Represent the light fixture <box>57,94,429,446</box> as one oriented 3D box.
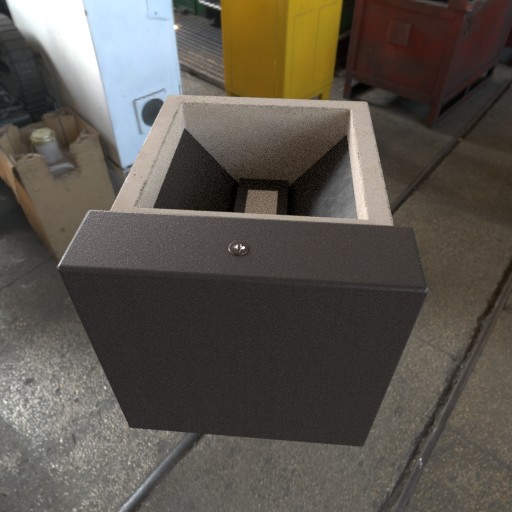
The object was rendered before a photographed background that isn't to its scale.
[{"bbox_3d":[0.000,0.000,0.234,0.121,0.121,0.143,3,45,3],"label":"light fixture"}]
